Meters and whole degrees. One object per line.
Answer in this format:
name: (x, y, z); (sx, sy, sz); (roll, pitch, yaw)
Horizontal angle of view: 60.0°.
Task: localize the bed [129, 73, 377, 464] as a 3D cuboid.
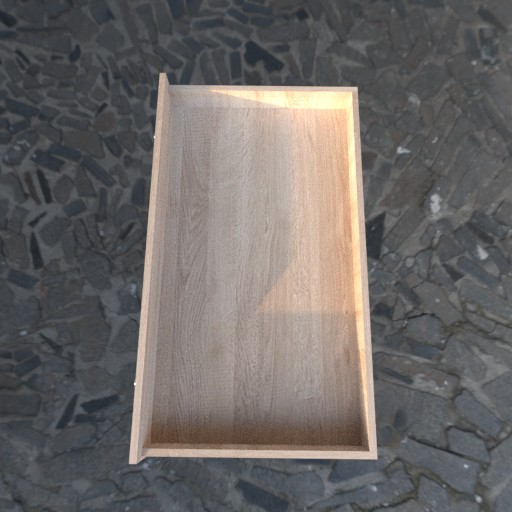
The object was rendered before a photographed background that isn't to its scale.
bed: (0.000, 0.000, 1.425); (0.685, 0.209, 1.200); (1, 75, 0)
